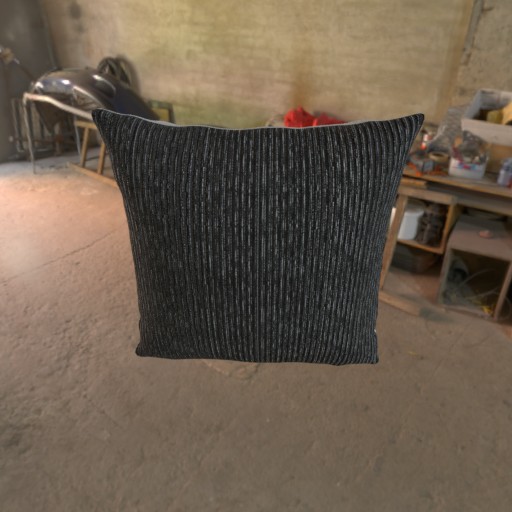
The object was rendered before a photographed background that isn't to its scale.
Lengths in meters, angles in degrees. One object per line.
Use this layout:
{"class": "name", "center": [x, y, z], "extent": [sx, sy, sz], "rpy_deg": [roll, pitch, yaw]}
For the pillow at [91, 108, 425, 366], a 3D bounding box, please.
{"class": "pillow", "center": [0.000, 0.000, 0.679], "extent": [0.433, 0.434, 0.196], "rpy_deg": [1, 31, 2]}
